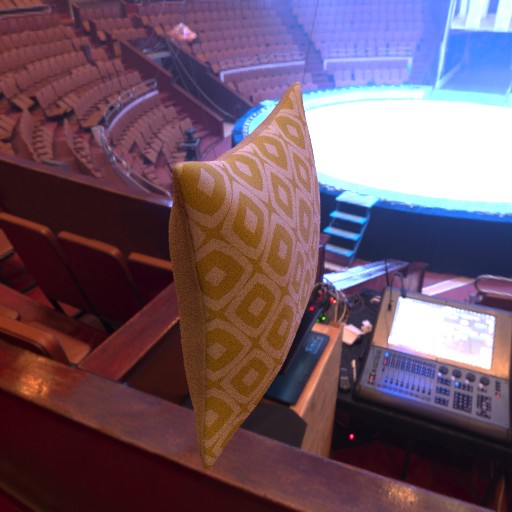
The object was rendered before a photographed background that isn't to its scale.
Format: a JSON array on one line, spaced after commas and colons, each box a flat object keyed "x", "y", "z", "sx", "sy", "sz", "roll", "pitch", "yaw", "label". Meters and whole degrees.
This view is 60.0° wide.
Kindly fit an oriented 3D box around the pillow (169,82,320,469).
[{"x": 0.000, "y": 0.000, "z": 0.770, "sx": 0.188, "sy": 0.494, "sz": 0.504, "roll": 10, "pitch": 32, "yaw": 16, "label": "pillow"}]
